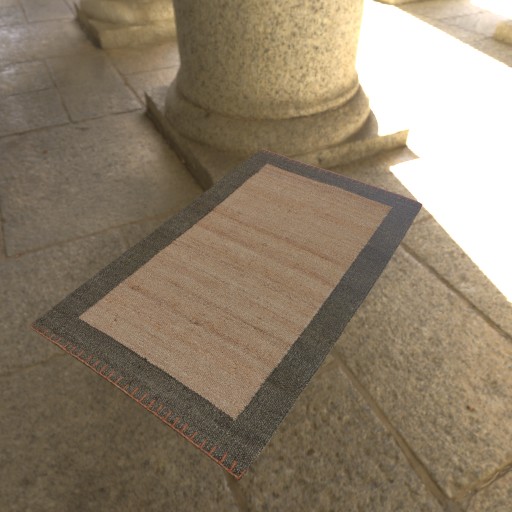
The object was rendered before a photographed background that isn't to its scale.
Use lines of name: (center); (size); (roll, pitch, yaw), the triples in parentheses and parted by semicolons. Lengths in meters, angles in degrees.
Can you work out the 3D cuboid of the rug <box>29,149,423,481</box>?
rug: (0.000, 0.000, 2.955); (1.521, 0.006, 2.435); (25, 48, 24)
